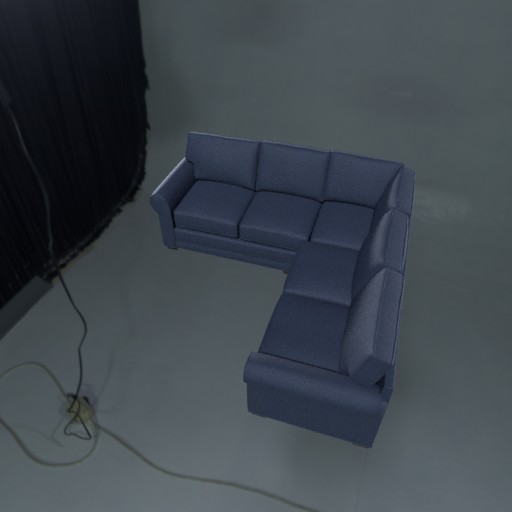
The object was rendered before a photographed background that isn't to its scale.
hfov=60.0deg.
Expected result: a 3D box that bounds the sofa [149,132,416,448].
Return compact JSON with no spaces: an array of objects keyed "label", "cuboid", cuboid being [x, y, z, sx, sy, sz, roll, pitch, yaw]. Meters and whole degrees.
[{"label":"sofa","cuboid":[0.000,0.000,3.940,2.487,1.042,2.562,12,43,13]}]
